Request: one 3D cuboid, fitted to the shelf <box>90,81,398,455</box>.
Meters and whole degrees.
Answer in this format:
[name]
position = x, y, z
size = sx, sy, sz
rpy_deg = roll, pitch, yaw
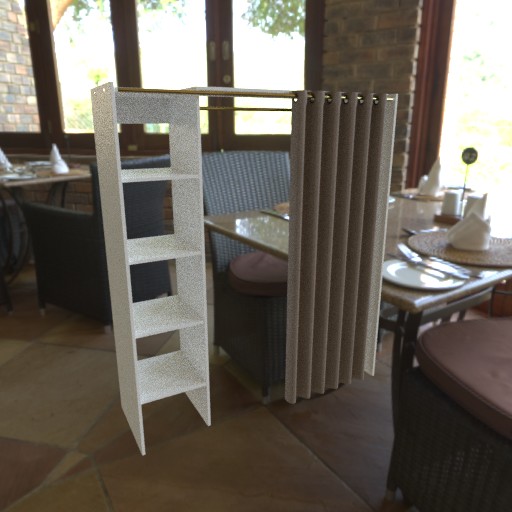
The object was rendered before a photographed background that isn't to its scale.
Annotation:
[shelf]
position = 0.000, 0.000, 2.606
size = 1.600, 1.820, 0.500
rpy_deg = -9, 19, -27
